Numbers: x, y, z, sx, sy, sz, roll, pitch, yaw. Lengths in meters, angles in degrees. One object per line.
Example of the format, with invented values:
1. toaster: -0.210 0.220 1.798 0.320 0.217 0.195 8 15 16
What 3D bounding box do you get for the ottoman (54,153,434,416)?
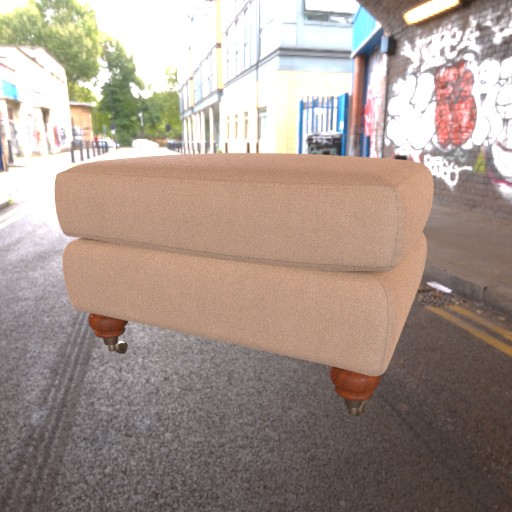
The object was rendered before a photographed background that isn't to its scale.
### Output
1. ottoman: 0.000 0.000 1.107 0.773 0.499 0.569 7 16 25
